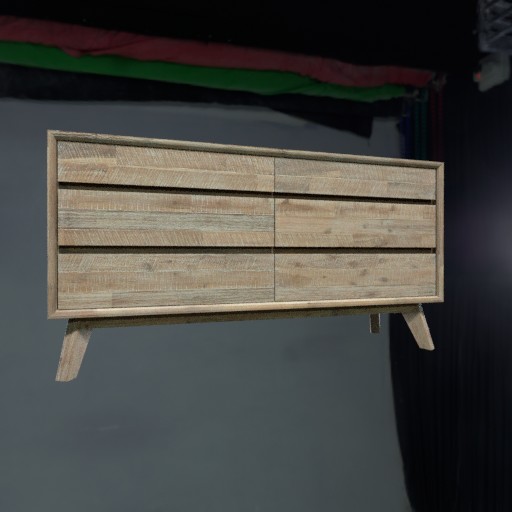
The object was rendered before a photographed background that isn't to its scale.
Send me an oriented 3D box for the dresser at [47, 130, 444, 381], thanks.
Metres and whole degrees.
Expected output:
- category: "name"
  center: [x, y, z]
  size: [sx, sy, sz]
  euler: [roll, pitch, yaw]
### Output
- category: "dresser"
  center: [0.000, 0.000, 1.873]
  size: [1.554, 0.805, 0.455]
  euler: [0, 0, -19]
